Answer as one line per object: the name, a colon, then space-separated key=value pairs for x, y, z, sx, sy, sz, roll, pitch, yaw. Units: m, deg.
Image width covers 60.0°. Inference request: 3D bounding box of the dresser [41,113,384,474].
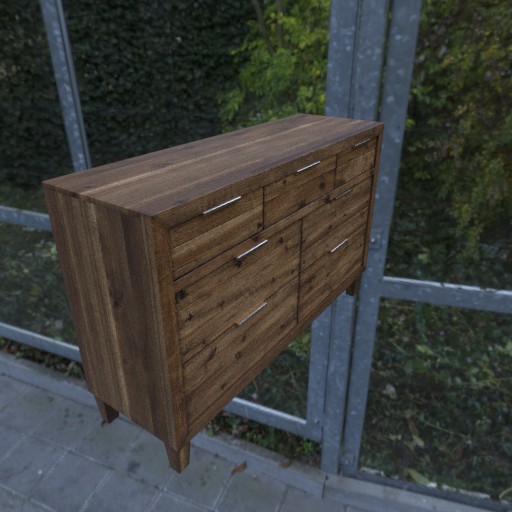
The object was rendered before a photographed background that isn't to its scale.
dresser: x=0.000 y=0.000 z=1.789 sx=0.438 sy=0.892 sz=1.387 roll=18 pitch=32 yaw=31
